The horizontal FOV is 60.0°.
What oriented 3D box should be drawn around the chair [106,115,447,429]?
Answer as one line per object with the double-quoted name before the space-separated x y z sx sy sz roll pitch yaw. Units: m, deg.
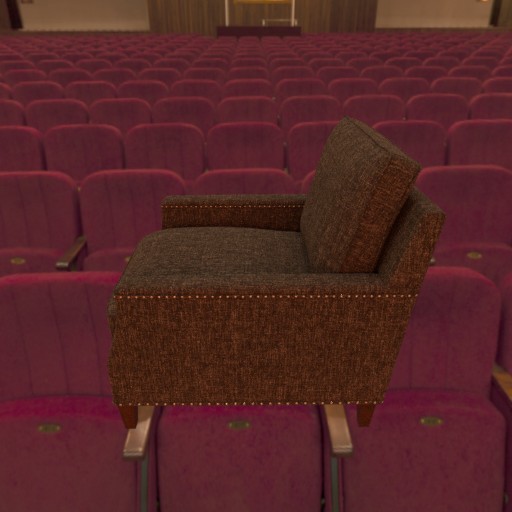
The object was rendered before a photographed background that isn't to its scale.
"chair" 0.000 0.000 1.694 1.014 0.943 0.853 0 26 -1
